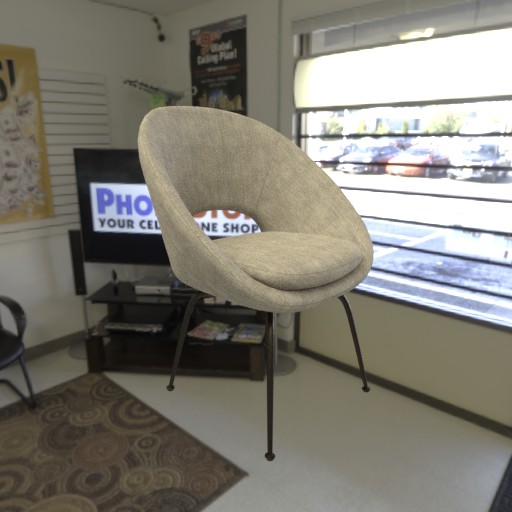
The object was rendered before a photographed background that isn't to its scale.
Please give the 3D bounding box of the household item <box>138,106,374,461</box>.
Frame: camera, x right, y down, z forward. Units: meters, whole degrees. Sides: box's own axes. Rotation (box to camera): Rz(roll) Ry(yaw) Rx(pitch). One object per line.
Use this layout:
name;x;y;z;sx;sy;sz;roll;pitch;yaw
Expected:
household item;0.000;0.000;1.323;0.643;0.869;0.587;-14;21;-42
